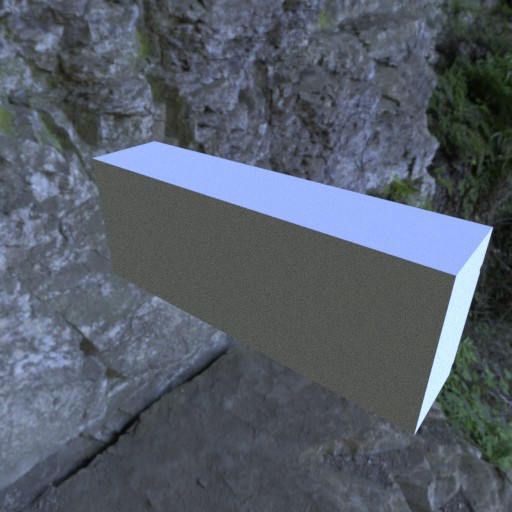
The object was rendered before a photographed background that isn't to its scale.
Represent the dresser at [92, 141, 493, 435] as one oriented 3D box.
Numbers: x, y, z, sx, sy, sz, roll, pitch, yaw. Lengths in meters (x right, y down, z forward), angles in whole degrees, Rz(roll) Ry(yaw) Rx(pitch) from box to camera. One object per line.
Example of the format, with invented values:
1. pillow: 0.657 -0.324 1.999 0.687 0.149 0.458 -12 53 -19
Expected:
1. dresser: 0.000 0.000 2.534 2.200 0.840 0.500 21 36 33
